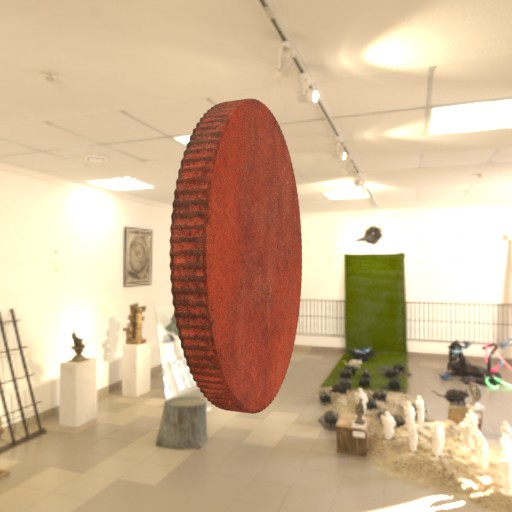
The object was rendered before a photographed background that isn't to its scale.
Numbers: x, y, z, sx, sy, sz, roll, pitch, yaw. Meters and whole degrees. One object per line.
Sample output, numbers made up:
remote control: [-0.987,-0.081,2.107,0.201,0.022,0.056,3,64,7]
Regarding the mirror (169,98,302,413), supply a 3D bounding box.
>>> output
mirror: [0.000,0.000,0.912,0.056,0.609,0.609,0,-1,19]
